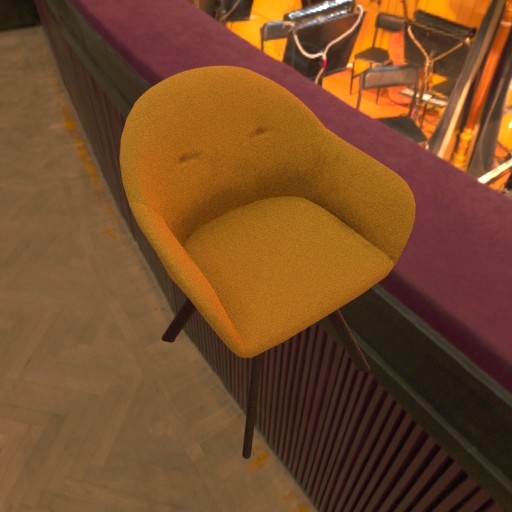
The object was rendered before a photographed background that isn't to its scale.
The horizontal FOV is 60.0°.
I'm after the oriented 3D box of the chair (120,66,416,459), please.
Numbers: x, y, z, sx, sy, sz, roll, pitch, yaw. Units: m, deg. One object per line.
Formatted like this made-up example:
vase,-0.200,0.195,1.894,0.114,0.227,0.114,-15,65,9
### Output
chair,0.000,0.000,1.132,0.545,0.775,0.565,-26,51,-24
